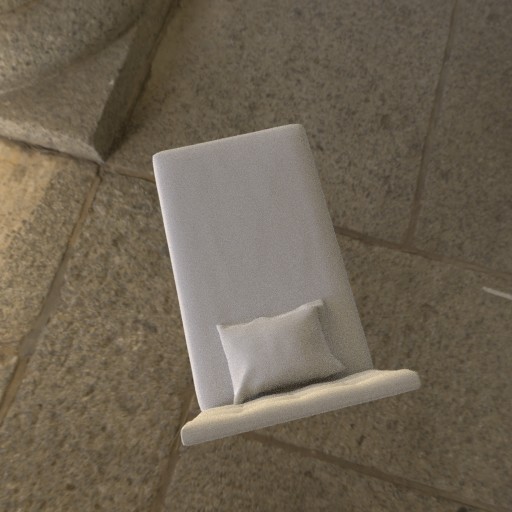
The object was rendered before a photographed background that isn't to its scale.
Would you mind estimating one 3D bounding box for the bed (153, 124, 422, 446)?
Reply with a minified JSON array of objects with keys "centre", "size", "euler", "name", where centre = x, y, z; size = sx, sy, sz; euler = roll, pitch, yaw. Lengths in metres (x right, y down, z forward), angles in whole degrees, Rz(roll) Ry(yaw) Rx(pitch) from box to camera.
[{"centre":[0.000,0.000,3.009],"size":[1.261,1.571,1.997],"euler":[-13,76,-3],"name":"bed"}]
